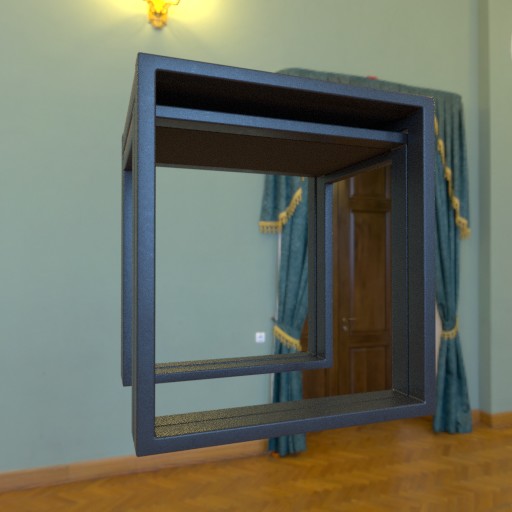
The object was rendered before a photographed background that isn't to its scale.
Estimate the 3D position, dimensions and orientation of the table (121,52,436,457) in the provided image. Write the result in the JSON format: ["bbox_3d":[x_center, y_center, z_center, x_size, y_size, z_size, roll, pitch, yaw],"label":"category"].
[{"bbox_3d":[0.000,0.000,0.893,0.500,0.550,0.449,0,-1,-19],"label":"table"}]
